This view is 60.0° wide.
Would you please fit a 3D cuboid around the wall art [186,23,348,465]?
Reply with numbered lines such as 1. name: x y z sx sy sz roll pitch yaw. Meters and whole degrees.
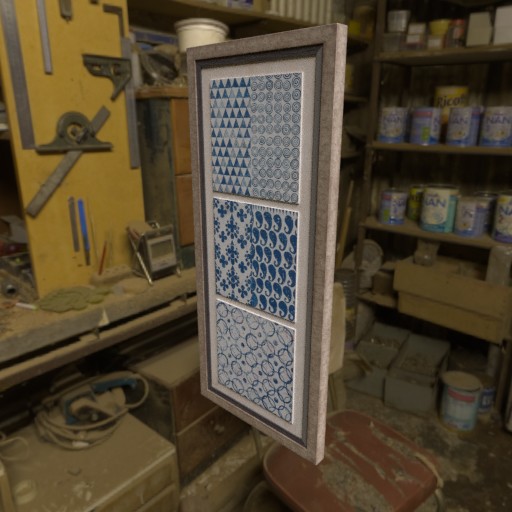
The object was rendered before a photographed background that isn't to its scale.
1. wall art: 0.000 0.000 1.637 0.648 1.461 0.051 15 23 41
